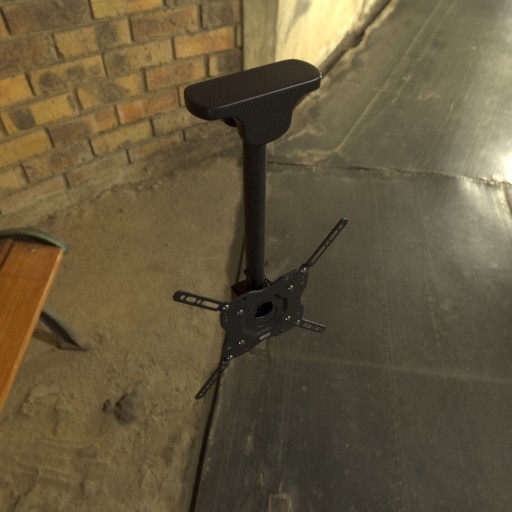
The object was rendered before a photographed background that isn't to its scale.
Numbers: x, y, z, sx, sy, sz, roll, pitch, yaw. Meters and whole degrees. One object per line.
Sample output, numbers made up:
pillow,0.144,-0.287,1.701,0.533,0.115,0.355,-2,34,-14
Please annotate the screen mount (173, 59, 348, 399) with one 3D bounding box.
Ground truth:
screen mount,0.000,0.000,0.903,0.393,0.729,0.090,-24,51,-21
